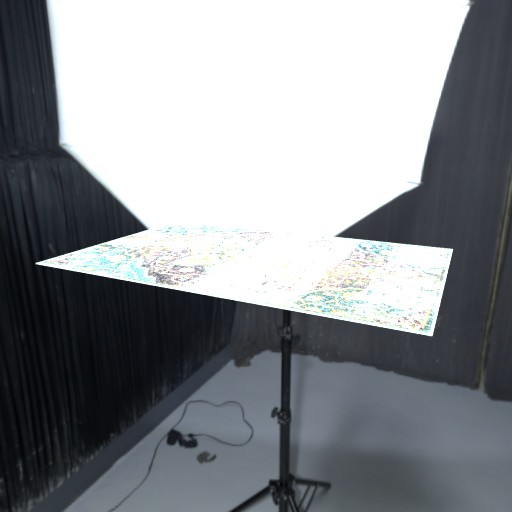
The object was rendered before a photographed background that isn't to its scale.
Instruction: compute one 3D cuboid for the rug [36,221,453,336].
[{"bbox_3d":[0.000,0.000,2.953,2.363,0.004,1.566,8,17,26],"label":"rug"}]
